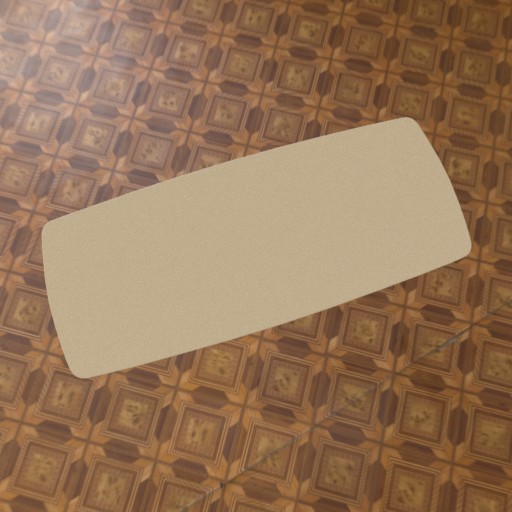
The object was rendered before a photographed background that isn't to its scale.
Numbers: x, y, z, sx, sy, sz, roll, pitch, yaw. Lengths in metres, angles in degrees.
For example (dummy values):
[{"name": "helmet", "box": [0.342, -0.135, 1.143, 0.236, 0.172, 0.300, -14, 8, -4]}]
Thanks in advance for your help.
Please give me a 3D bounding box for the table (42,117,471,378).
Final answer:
[{"name": "table", "box": [0.000, 0.000, 1.637, 1.334, 0.474, 0.561, -17, 77, -4]}]
